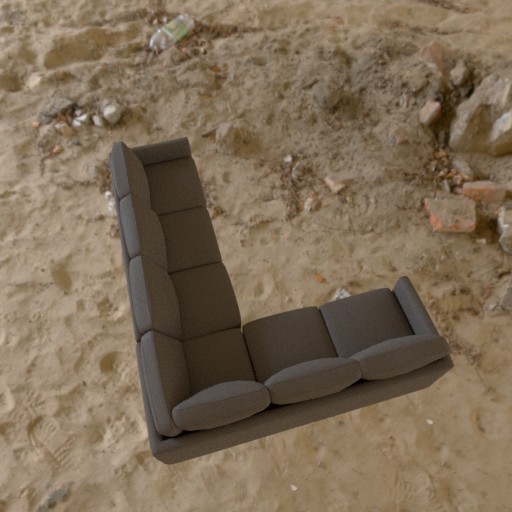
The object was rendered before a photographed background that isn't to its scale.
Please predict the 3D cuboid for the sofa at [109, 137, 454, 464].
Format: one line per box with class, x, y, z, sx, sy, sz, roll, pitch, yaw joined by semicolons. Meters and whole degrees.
sofa;0.000;0.000;4.538;2.593;0.947;3.302;-14;60;-8
